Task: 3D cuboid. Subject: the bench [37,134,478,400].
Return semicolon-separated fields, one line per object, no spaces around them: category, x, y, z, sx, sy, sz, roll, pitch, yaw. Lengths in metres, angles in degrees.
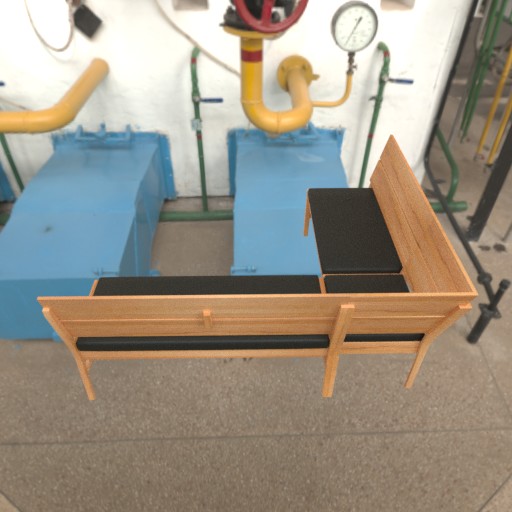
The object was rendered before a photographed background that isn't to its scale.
bench;0.000;0.000;2.822;1.948;0.890;1.548;-1;42;-1
